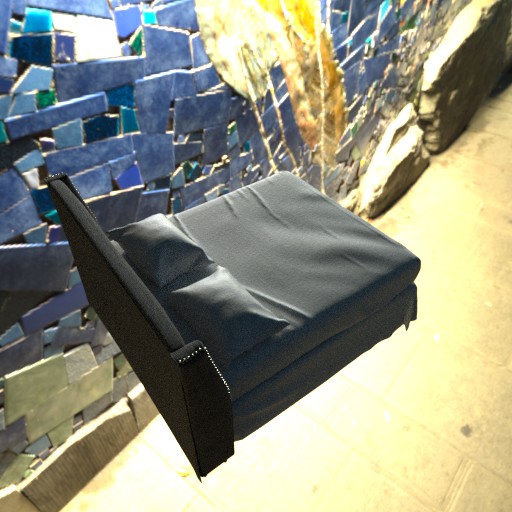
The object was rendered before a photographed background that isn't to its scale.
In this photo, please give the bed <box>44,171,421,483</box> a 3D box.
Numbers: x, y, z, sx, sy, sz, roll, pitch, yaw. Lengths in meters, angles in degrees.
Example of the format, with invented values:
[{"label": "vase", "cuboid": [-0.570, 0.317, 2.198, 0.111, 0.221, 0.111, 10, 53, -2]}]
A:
[{"label": "bed", "cuboid": [0.000, 0.000, 3.420, 2.276, 1.332, 1.925, -26, 48, -26]}]
